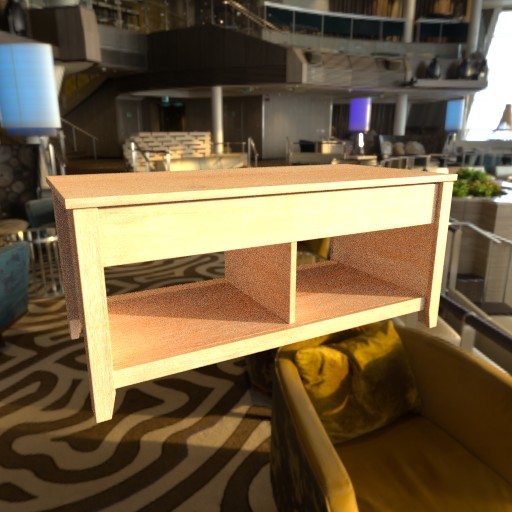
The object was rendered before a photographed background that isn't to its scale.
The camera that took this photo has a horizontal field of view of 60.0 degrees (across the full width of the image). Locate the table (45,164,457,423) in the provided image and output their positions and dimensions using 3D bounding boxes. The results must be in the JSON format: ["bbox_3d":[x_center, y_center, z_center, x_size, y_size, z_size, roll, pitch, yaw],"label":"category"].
[{"bbox_3d":[0.000,0.000,1.270,1.016,0.457,0.483,-8,18,-27],"label":"table"}]
